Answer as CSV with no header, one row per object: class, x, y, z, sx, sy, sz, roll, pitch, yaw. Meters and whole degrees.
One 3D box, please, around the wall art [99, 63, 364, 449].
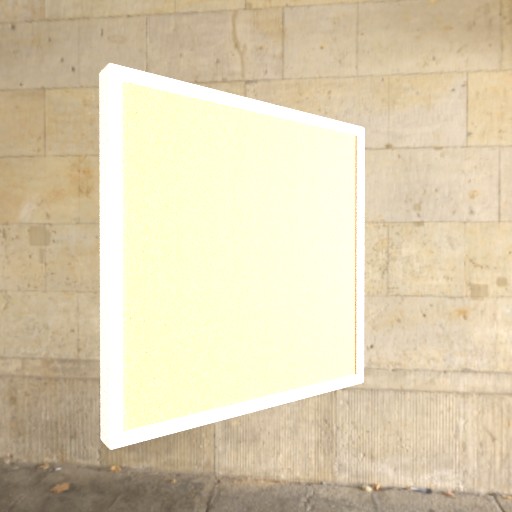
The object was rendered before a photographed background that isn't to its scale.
wall art,0.000,0.000,0.746,0.508,0.508,0.038,0,1,-37
